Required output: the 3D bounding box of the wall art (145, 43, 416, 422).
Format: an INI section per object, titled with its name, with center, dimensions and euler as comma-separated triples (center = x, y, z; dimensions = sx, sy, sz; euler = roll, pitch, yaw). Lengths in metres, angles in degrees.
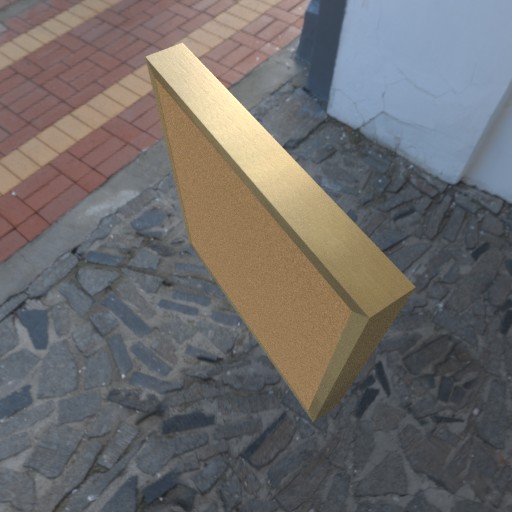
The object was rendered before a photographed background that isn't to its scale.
[wall art]
center = 0.000, 0.000, 0.467
dimensions = 0.038, 0.305, 0.304
euler = -29, 63, -17
